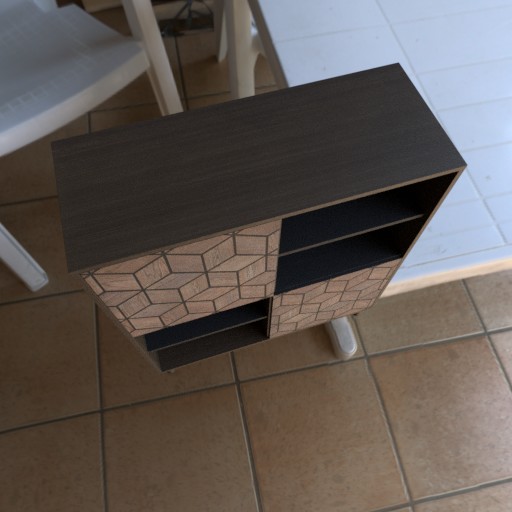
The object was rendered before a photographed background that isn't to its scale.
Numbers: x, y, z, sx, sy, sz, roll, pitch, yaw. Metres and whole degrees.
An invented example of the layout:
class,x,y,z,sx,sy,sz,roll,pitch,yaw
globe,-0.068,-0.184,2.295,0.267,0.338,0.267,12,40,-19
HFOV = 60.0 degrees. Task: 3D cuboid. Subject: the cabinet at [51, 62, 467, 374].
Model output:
class,x,y,z,sx,sy,sz,roll,pitch,yaw
cabinet,0.000,0.000,1.672,1.010,1.170,0.400,-16,64,-8
